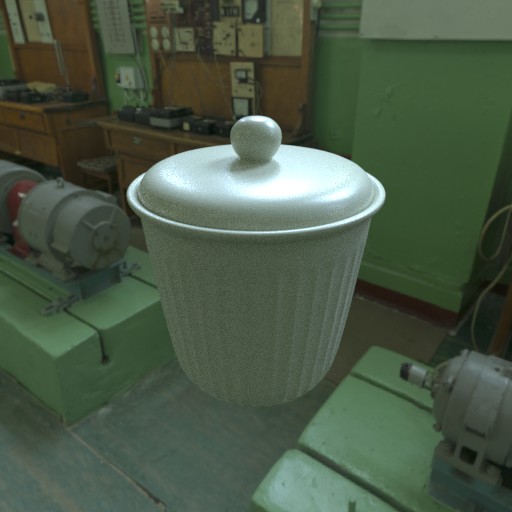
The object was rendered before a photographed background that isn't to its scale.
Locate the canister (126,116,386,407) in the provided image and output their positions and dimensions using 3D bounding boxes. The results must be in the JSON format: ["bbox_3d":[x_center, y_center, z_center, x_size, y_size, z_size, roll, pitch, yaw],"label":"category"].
[{"bbox_3d":[0.000,0.000,0.346,0.181,0.211,0.181,0,27,0],"label":"canister"}]
